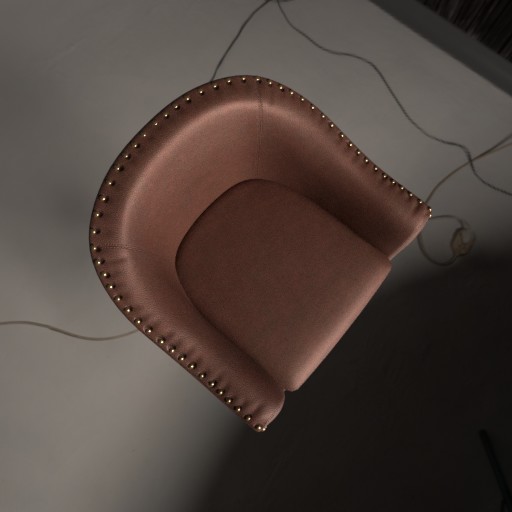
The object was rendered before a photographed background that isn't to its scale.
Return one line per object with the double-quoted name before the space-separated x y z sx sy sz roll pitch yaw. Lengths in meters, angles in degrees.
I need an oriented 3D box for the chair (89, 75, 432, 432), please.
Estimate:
"chair" 0.000 0.000 1.455 0.748 0.823 0.794 39 79 9
